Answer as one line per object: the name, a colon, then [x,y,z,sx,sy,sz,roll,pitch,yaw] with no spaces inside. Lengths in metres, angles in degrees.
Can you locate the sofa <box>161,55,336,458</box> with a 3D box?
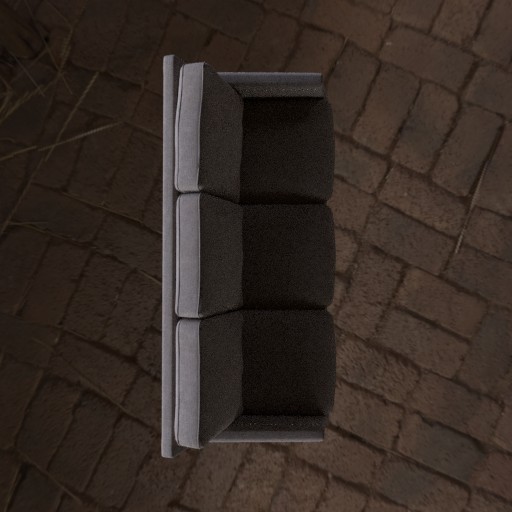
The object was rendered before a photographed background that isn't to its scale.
sofa: [0.000,0.000,2.798,1.034,1.042,2.226,0,89,-1]
